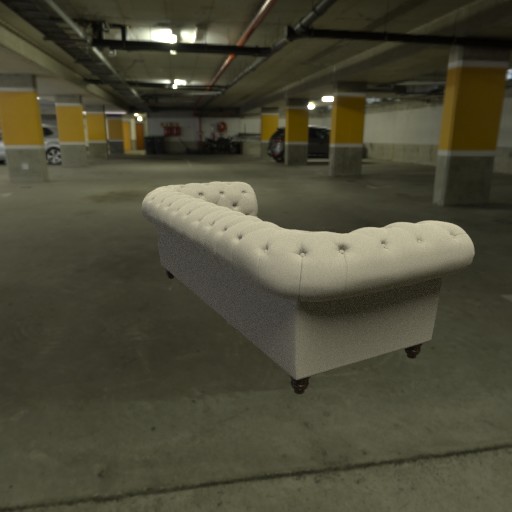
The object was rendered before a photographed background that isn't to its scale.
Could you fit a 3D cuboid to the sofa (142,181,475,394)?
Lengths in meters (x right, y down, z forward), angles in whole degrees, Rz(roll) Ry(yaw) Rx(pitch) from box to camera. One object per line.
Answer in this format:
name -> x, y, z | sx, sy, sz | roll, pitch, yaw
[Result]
sofa -> 0.000, 0.000, 2.829 | 0.991, 0.749, 2.411 | -8, 17, -27
